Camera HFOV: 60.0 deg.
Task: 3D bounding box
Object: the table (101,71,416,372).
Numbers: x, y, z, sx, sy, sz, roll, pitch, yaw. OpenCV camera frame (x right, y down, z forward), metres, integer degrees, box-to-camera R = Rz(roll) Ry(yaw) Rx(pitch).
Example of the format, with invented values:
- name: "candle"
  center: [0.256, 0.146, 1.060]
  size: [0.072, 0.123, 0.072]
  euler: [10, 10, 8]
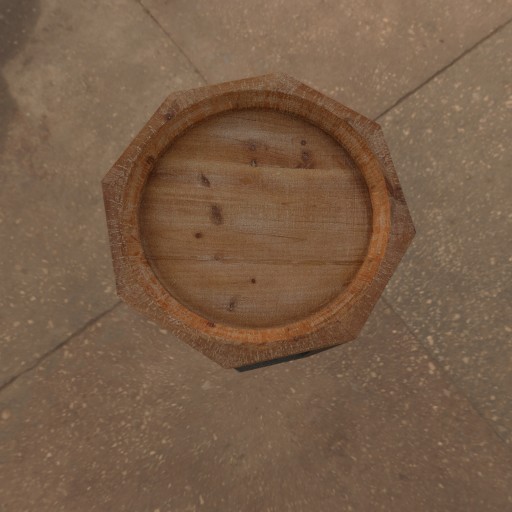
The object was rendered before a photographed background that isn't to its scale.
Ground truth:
- name: "table"
  center: [0.000, 0.000, 0.896]
  size: [0.458, 0.543, 0.458]
  euler: [-34, 77, -9]
